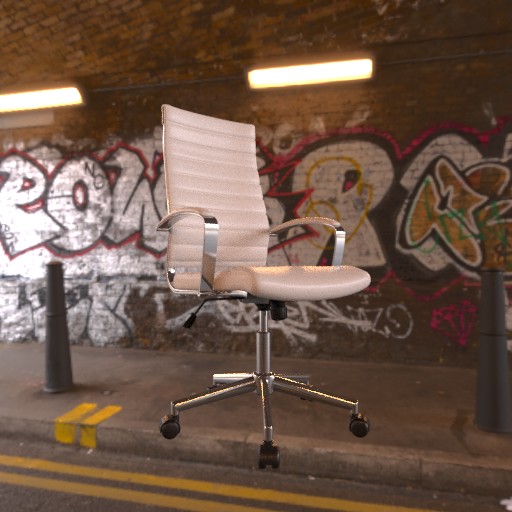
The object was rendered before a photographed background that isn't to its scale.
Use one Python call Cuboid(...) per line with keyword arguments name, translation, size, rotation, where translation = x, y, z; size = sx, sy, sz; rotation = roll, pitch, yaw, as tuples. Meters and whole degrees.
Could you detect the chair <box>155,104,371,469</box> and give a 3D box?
Cuboid(name="chair", translation=(0.000, 0.000, 1.553), size=(0.679, 1.149, 0.679), rotation=(1, -1, -37))
